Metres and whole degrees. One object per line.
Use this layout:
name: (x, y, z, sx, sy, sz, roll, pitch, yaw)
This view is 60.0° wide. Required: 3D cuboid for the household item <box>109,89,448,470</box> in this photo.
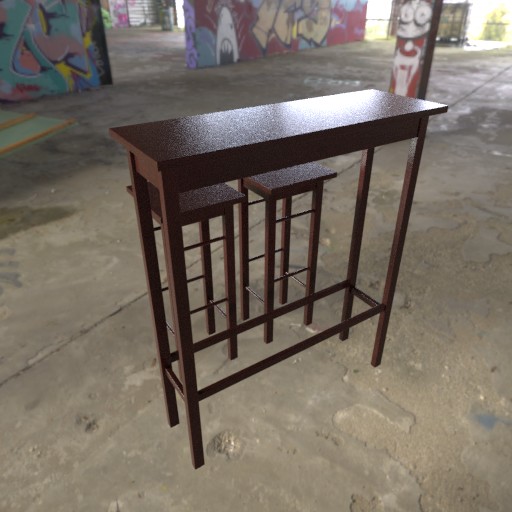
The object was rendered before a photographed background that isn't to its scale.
household item: (0.000, 0.000, 1.604, 0.914, 1.067, 0.676, -19, 36, -28)
